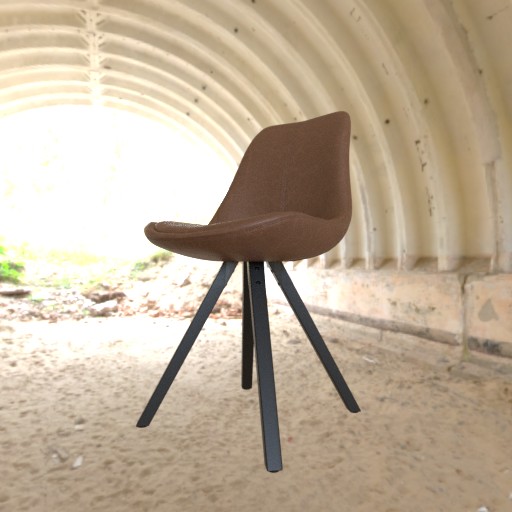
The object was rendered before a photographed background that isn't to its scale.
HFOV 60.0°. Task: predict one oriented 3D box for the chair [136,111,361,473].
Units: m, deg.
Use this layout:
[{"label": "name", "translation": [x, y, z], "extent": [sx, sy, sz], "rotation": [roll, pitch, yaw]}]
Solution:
[{"label": "chair", "translation": [0.000, 0.000, 1.164], "extent": [0.475, 0.850, 0.550], "rotation": [-1, -1, 36]}]
